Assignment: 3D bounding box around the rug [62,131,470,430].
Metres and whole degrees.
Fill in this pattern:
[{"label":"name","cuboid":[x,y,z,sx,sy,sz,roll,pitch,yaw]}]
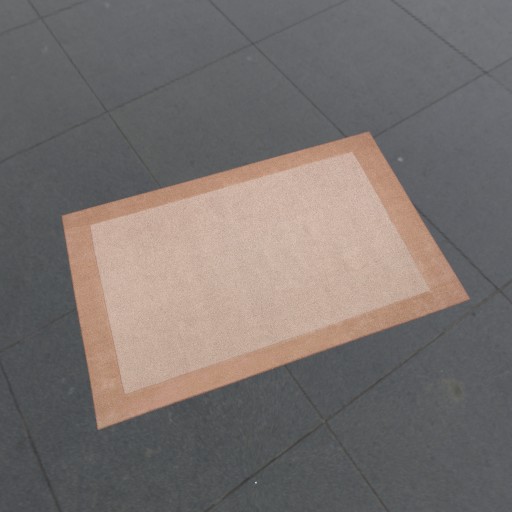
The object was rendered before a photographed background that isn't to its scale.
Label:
[{"label":"rug","cuboid":[0.000,0.000,3.039,2.438,0.014,1.524,-17,64,-9]}]
